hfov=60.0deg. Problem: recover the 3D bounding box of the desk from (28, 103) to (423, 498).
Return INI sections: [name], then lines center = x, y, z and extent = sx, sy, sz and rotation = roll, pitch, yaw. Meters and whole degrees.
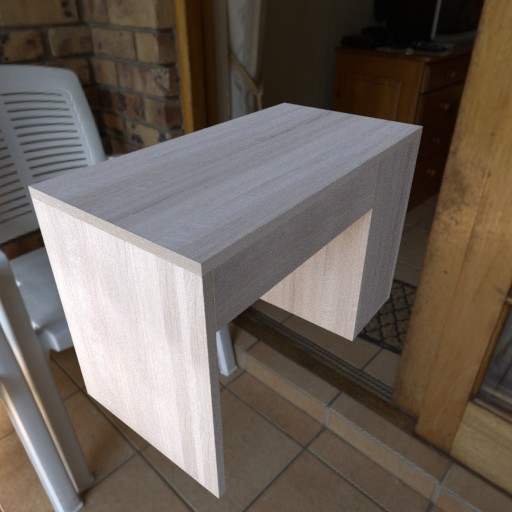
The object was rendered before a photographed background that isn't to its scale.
[desk]
center = 0.000, 0.000, 1.495
extent = 0.600, 0.731, 1.100
rotation = 22, 38, 31
